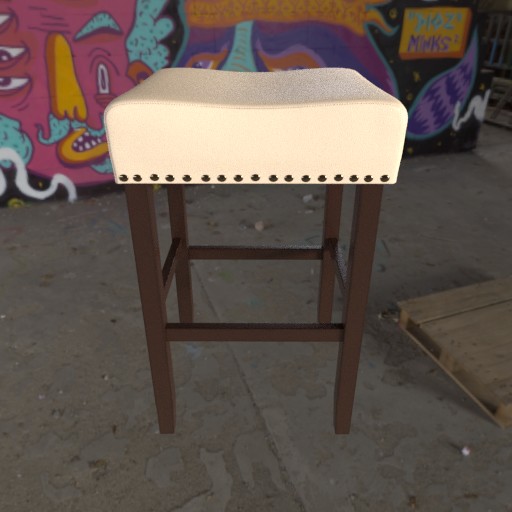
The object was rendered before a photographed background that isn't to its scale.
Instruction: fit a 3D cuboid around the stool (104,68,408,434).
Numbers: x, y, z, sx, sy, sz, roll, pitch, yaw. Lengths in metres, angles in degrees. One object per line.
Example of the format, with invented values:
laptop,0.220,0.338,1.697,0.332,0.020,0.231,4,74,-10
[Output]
stool,0.000,0.000,1.018,0.471,0.762,0.401,0,30,0
